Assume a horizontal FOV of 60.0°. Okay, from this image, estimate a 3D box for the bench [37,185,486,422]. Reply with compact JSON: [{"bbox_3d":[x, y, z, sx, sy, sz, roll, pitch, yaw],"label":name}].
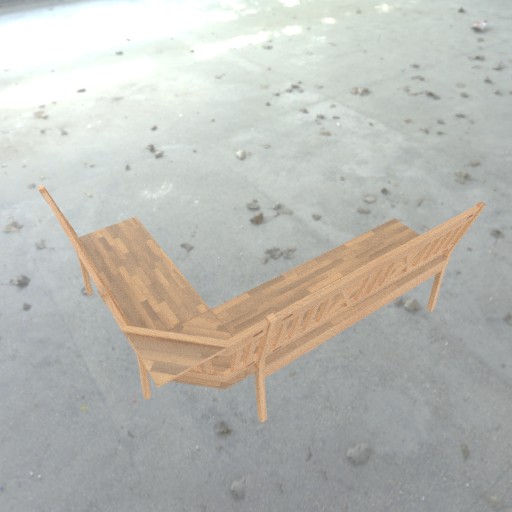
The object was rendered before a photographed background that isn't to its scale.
[{"bbox_3d":[0.000,0.000,2.733,1.937,0.902,1.537,-25,48,-25],"label":"bench"}]
